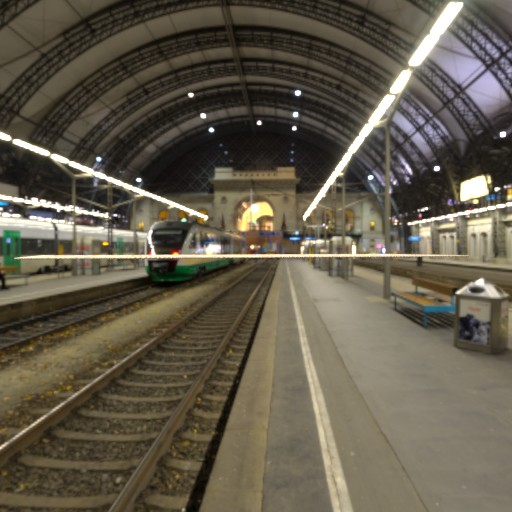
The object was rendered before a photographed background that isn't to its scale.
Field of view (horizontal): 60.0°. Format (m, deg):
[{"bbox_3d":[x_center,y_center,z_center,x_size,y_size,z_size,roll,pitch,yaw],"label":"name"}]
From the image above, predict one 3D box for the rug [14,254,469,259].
[{"bbox_3d":[0.000,0.000,2.639,2.432,0.008,0.766,0,1,-18],"label":"rug"}]
